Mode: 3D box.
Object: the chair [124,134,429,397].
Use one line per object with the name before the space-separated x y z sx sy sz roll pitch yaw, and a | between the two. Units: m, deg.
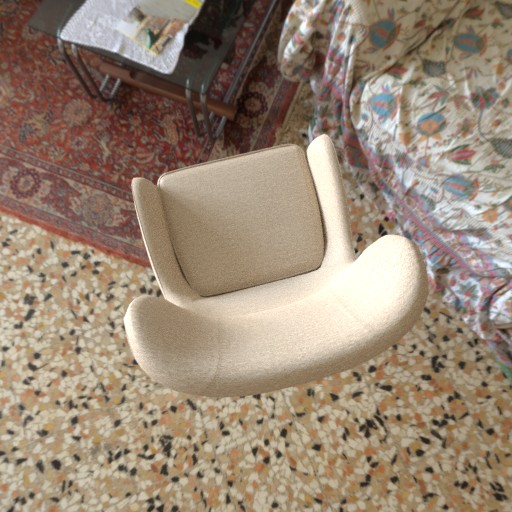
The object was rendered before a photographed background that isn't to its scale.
chair | 0.000 0.000 1.764 0.861 1.064 0.984 -14 76 -4
